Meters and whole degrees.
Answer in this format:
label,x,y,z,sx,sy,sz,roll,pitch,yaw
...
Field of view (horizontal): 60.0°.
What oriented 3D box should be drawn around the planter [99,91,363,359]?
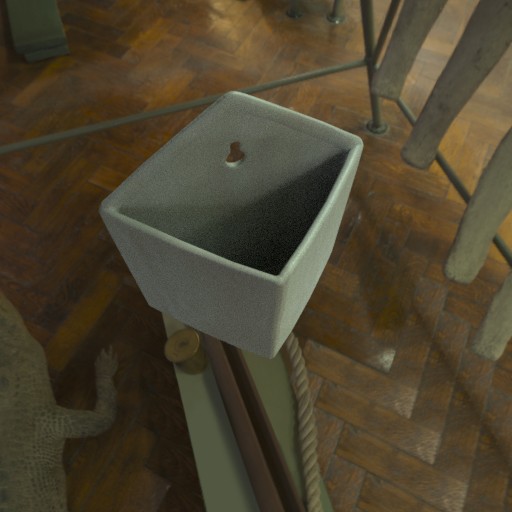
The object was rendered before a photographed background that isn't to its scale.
label,x,y,z,sx,sy,sz,roll,pitch,yaw
planter,0.000,0.000,0.277,0.163,0.194,0.080,-16,62,-9
